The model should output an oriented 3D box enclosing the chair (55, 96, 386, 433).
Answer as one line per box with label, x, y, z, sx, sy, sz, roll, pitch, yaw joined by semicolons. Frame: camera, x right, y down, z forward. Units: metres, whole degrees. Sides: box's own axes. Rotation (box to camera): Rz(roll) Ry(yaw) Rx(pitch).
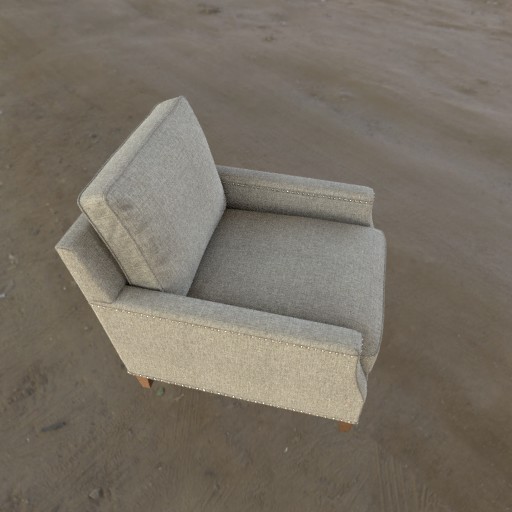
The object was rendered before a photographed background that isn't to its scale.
chair;0.000;0.000;1.726;1.014;0.943;0.853;10;46;9
